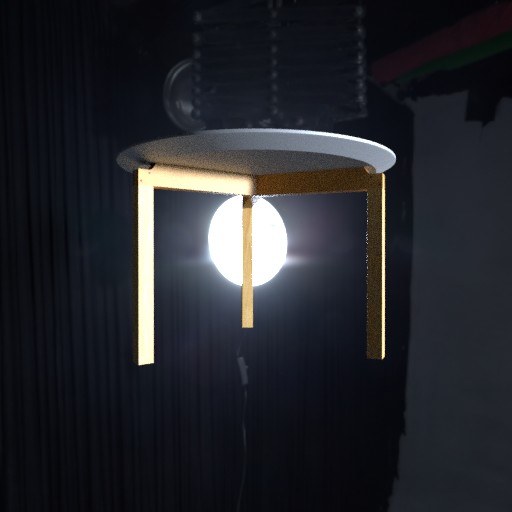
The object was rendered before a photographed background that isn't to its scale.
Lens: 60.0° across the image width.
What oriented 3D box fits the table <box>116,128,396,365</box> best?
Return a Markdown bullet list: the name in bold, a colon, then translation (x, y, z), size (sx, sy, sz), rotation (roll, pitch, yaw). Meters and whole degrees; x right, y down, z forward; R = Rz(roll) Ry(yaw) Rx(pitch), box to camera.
- **table**: translation (0.000, 0.000, 0.999), size (0.600, 0.405, 0.600), rotation (0, 0, 0)
